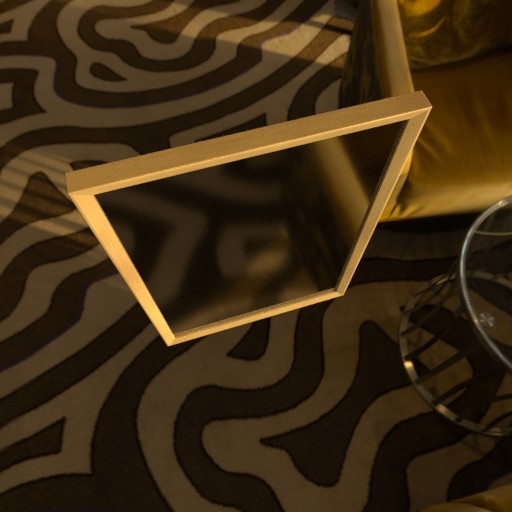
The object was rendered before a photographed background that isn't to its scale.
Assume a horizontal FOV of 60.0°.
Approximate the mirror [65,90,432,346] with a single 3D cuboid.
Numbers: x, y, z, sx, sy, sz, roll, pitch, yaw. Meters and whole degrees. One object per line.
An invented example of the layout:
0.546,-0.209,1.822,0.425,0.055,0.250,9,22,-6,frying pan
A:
0.000,0.000,0.915,0.507,0.710,0.039,-15,64,-8,mirror
